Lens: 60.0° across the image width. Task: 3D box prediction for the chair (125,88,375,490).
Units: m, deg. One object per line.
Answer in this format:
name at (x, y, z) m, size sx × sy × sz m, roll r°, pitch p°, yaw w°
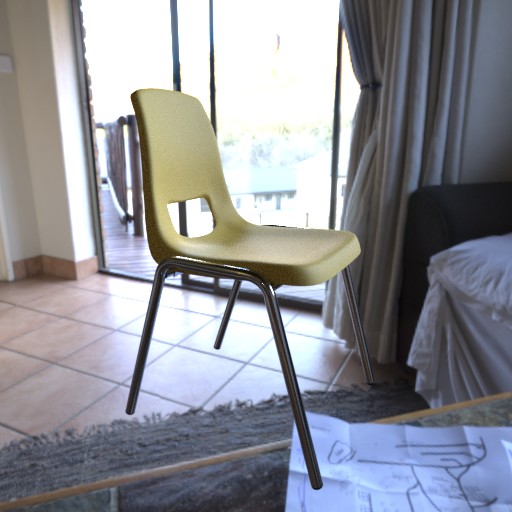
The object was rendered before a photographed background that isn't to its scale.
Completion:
chair at (0.000, 0.000, 0.893) m, size 0.436 × 0.653 × 0.381 m, roll 8°, pitch 16°, yaw 27°
